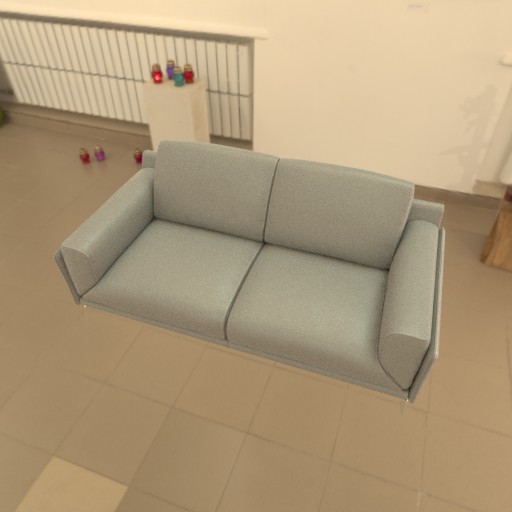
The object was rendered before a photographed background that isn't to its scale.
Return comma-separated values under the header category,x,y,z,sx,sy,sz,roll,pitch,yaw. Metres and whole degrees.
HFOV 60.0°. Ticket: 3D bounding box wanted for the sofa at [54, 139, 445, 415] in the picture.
category,x,y,z,sx,sy,sz,roll,pitch,yaw
sofa,0.000,0.000,2.682,2.101,0.930,1.049,13,43,14
